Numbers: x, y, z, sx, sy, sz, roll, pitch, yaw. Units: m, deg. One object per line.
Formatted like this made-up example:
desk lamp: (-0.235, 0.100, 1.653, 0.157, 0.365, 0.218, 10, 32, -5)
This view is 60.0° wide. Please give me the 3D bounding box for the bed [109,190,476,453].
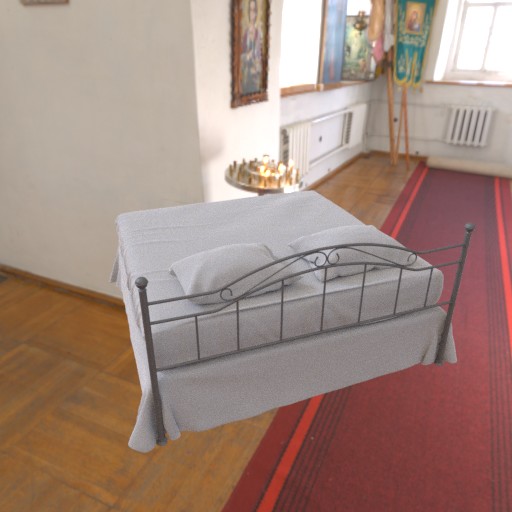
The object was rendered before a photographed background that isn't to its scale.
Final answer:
bed: (0.000, 0.000, 3.512, 2.309, 1.080, 2.220, -9, 28, -18)
